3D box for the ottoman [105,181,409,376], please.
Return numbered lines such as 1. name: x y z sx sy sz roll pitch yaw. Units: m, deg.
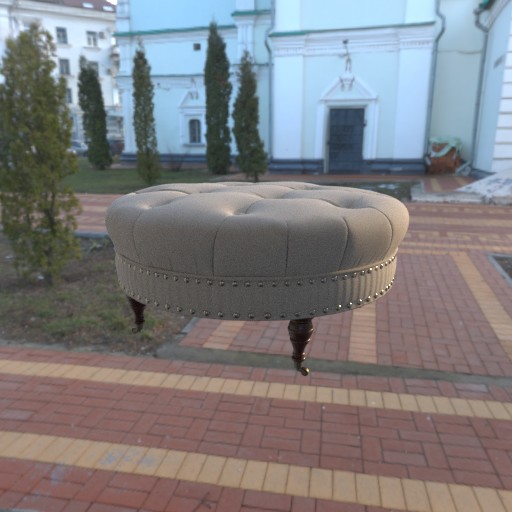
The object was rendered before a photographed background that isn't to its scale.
1. ottoman: 0.000 0.000 1.410 0.901 0.439 0.901 0 14 0
